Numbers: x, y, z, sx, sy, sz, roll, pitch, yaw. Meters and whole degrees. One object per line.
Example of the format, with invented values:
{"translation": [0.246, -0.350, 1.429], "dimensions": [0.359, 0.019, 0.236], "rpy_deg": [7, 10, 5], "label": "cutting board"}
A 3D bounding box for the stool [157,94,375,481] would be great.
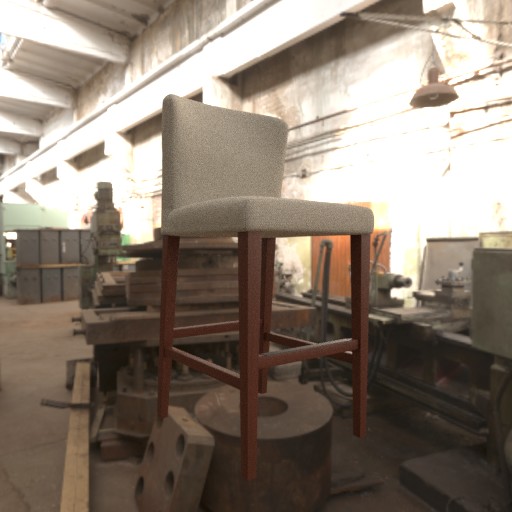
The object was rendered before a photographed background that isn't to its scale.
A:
{"translation": [0.000, 0.000, 1.386], "dimensions": [0.481, 1.069, 0.568], "rpy_deg": [-1, 1, -36], "label": "stool"}
